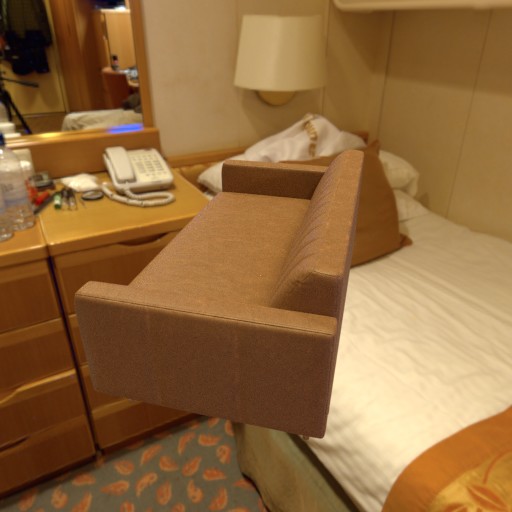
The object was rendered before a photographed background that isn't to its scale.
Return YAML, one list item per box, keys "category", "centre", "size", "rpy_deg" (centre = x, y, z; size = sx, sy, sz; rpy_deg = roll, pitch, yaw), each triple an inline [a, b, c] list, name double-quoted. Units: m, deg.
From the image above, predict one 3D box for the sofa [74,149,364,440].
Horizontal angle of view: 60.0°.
- category: "sofa"
  centre: [0.000, 0.000, 2.393]
  size: [0.993, 0.821, 1.847]
  rpy_deg: [7, 29, 13]
